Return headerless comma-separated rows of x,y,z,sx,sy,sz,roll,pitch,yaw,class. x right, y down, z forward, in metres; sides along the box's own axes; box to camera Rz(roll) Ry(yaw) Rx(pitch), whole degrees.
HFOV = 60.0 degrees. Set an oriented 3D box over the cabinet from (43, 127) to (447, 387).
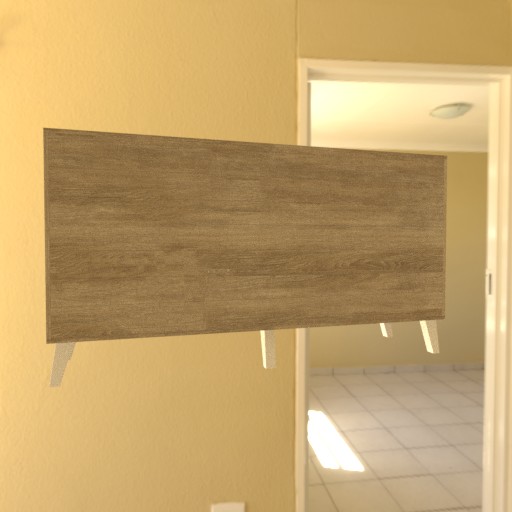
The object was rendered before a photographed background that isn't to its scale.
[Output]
0.000,0.000,1.918,1.600,0.870,0.450,-1,2,-17,cabinet
